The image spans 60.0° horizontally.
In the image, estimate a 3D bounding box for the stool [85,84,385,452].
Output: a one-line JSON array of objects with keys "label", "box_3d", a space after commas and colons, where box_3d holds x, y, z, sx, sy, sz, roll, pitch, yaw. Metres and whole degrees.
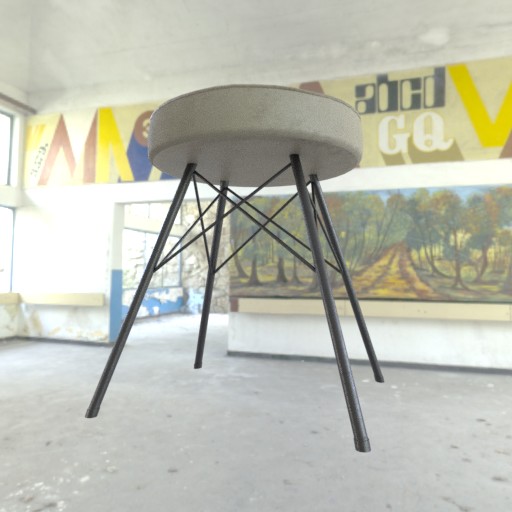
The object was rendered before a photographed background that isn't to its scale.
[{"label": "stool", "box_3d": [0.000, 0.000, 0.861, 0.457, 0.538, 0.423, -1, -3, 19]}]
